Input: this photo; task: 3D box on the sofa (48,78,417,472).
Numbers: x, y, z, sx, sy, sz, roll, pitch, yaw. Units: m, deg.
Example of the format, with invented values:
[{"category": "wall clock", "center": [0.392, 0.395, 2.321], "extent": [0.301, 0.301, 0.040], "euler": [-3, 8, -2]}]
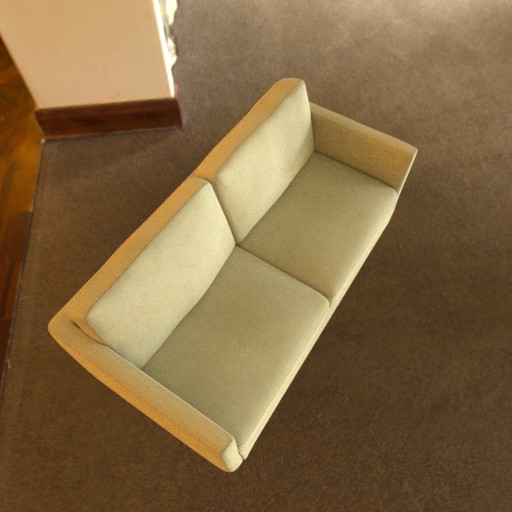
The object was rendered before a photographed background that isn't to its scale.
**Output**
[{"category": "sofa", "center": [0.000, 0.000, 2.334], "extent": [0.950, 0.940, 1.846], "euler": [29, 63, 16]}]
